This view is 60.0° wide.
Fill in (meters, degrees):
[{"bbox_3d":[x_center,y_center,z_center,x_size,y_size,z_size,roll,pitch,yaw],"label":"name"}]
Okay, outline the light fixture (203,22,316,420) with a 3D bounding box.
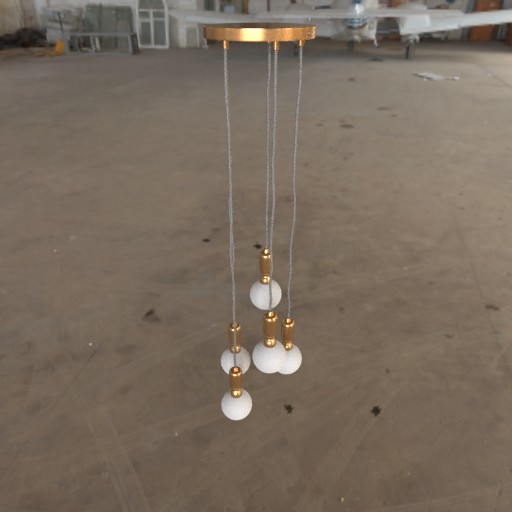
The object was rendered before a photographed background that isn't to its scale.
[{"bbox_3d":[0.000,0.000,0.494,0.105,0.457,0.108,18,35,28],"label":"light fixture"}]
